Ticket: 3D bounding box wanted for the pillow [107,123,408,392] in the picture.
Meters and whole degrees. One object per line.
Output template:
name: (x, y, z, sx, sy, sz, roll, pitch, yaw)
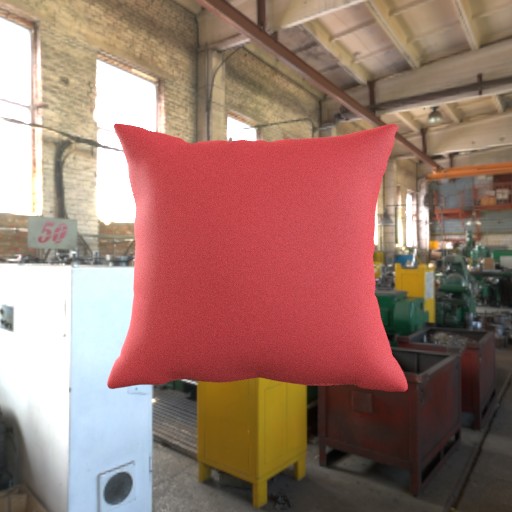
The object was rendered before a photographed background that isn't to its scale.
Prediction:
pillow: (0.000, 0.000, 0.828, 0.559, 0.501, 0.229, 0, 0, 1)
